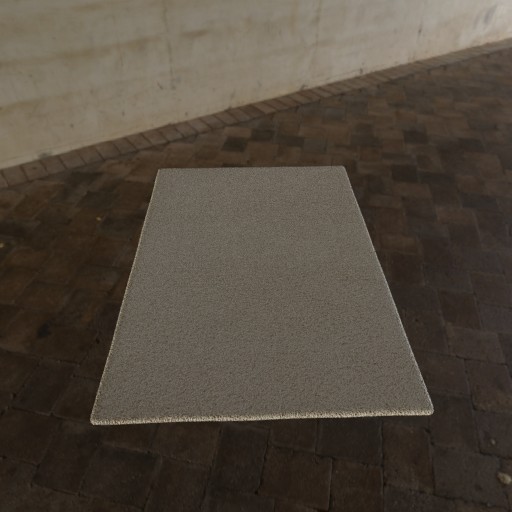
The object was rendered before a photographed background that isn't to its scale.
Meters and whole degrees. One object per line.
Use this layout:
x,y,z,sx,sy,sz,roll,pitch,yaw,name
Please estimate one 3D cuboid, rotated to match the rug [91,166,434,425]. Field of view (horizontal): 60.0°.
0.000,0.000,2.240,1.219,0.030,1.778,-1,40,-1,rug
